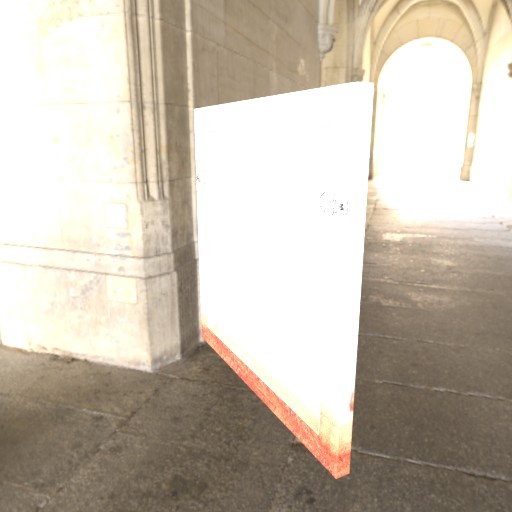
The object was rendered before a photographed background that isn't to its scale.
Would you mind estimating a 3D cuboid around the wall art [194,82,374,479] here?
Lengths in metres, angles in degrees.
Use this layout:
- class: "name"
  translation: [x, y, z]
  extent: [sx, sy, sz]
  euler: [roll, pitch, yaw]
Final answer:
- class: "wall art"
  translation: [0.000, 0.000, 1.140]
  extent: [0.042, 0.760, 0.760]
  euler: [-8, 17, -27]
